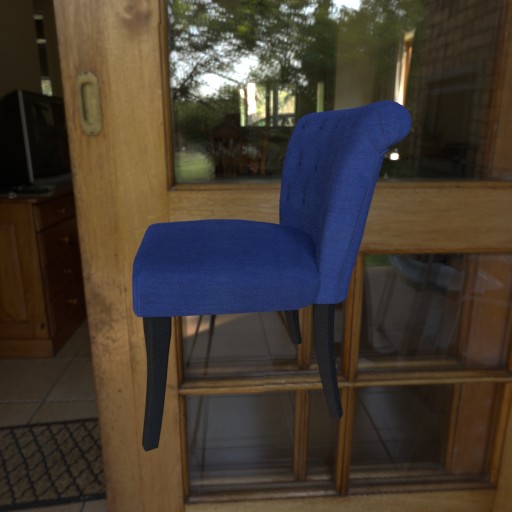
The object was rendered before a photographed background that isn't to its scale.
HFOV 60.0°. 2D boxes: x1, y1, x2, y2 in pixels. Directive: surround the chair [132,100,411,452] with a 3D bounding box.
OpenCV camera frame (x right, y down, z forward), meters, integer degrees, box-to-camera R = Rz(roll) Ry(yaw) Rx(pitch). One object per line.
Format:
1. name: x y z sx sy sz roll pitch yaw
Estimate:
1. chair: 0.000 0.000 1.179 0.606 0.753 0.585 -2 15 -9
